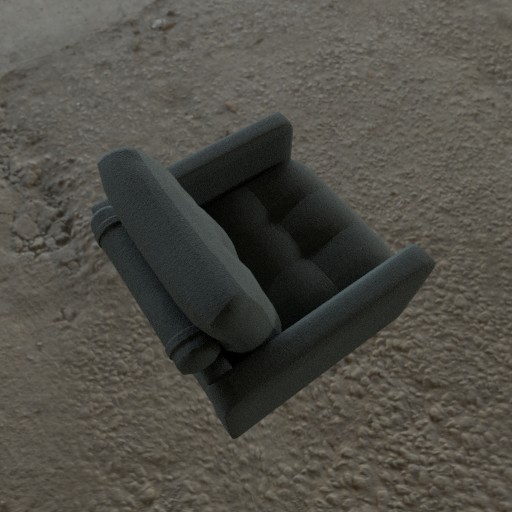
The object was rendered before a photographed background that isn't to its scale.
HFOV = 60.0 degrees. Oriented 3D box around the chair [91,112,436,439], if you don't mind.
[{"bbox_3d":[0.000,0.000,1.511,0.843,0.880,0.821,-32,65,-17],"label":"chair"}]
